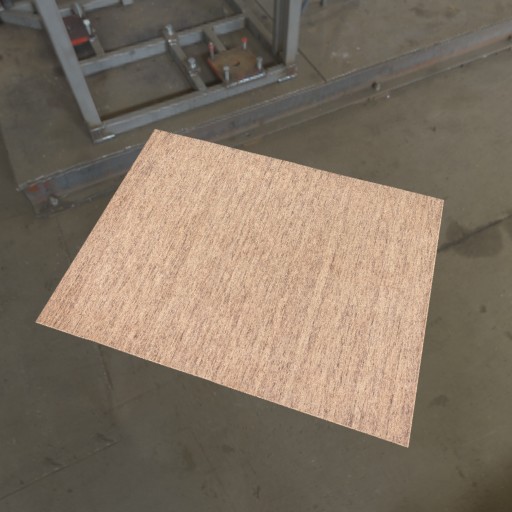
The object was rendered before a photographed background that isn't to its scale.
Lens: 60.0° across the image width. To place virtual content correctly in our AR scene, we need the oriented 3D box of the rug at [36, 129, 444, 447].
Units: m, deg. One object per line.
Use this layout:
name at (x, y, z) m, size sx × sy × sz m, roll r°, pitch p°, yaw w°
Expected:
rug at (0.000, 0.000, 4.162) m, size 3.205 × 0.013 × 2.448 m, roll 16°, pitch 61°, yaw 9°
